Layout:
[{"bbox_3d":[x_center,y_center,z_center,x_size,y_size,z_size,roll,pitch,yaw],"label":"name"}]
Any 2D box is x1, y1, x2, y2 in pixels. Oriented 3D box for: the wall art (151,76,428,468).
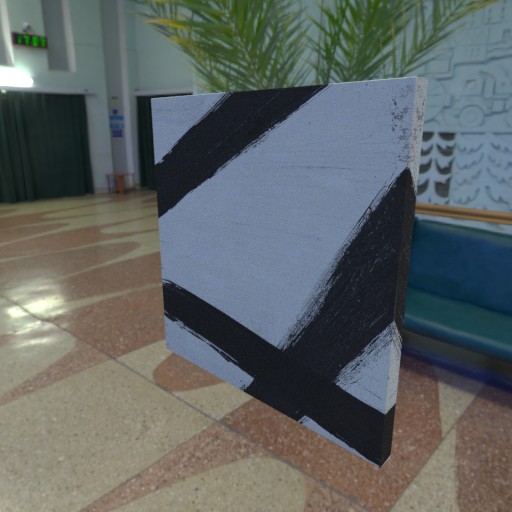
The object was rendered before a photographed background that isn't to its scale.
[{"bbox_3d":[0.000,0.000,1.093,0.765,0.765,0.046,15,22,42],"label":"wall art"}]
